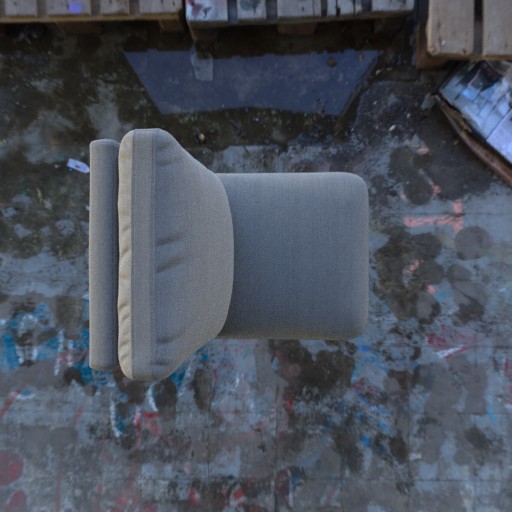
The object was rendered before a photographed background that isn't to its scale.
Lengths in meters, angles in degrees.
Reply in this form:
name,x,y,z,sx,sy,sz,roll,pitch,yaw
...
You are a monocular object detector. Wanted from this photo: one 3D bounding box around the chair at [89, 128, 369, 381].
name,x,y,z,sx,sy,sz,roll,pitch,yaw
chair,0.000,0.000,1.298,0.698,0.927,0.503,0,90,0
